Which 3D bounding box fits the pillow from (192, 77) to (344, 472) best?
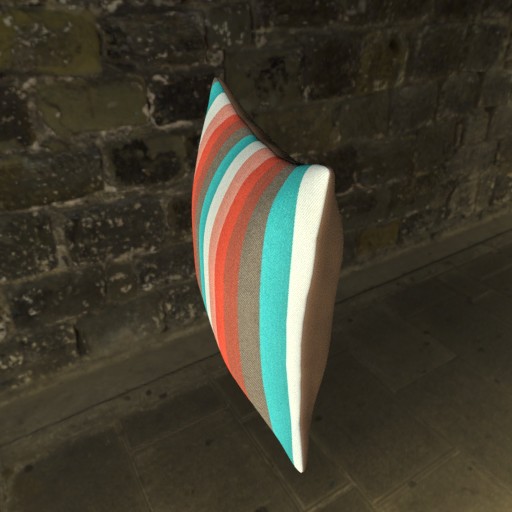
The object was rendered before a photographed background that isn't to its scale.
[{"bbox_3d":[0.000,0.000,0.677,0.168,0.443,0.453,-9,33,-14],"label":"pillow"}]
